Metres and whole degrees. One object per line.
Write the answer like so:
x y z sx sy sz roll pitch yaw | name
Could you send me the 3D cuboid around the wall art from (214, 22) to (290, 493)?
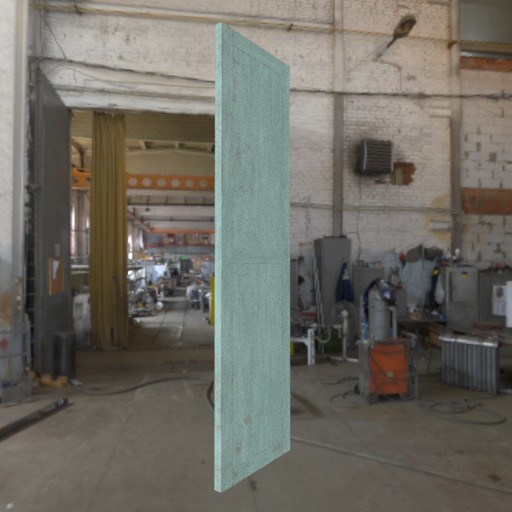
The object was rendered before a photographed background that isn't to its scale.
0.000 0.000 1.284 0.025 1.219 0.329 -1 -1 37 | wall art
